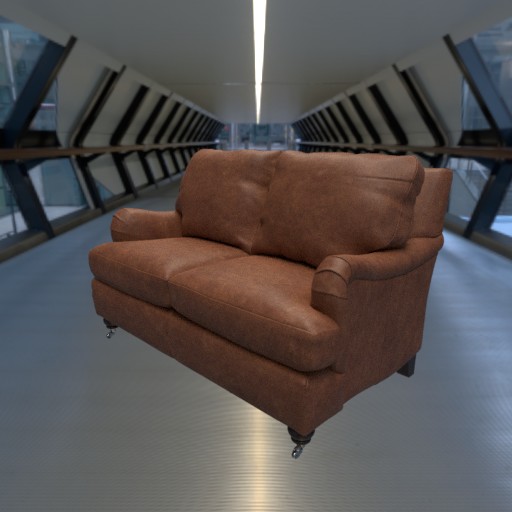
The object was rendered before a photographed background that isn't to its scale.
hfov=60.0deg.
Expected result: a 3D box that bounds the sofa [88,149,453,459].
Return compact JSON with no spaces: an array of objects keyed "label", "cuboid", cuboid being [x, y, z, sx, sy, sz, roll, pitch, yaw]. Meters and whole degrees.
[{"label":"sofa","cuboid":[0.000,0.000,2.173,1.527,1.004,1.077,15,21,43]}]
